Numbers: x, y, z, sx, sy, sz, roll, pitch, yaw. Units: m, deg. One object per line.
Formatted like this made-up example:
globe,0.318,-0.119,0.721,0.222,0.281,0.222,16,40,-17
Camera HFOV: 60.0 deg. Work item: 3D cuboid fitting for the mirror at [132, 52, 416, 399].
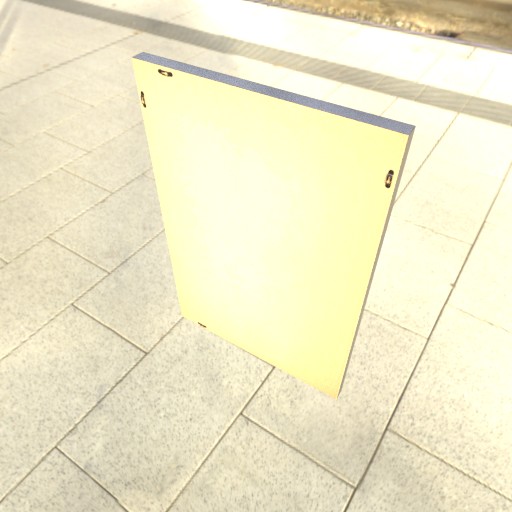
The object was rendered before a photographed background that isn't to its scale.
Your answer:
mirror,0.000,0.000,1.172,0.609,0.915,0.041,24,50,22
